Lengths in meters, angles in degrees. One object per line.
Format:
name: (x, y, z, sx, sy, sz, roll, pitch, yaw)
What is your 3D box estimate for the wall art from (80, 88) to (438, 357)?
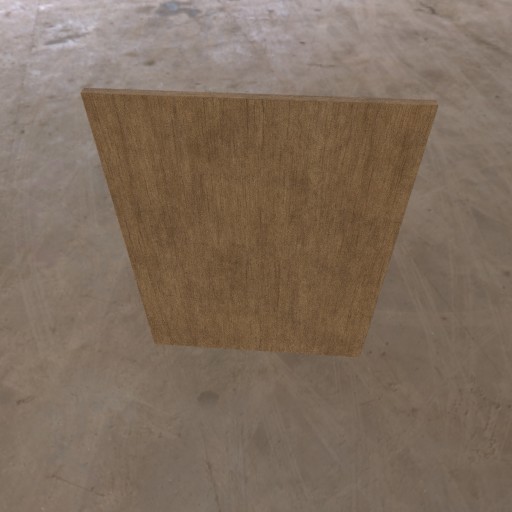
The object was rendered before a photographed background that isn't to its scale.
wall art: (0.000, 0.000, 0.910, 0.534, 0.686, 0.018, 3, 46, 3)
